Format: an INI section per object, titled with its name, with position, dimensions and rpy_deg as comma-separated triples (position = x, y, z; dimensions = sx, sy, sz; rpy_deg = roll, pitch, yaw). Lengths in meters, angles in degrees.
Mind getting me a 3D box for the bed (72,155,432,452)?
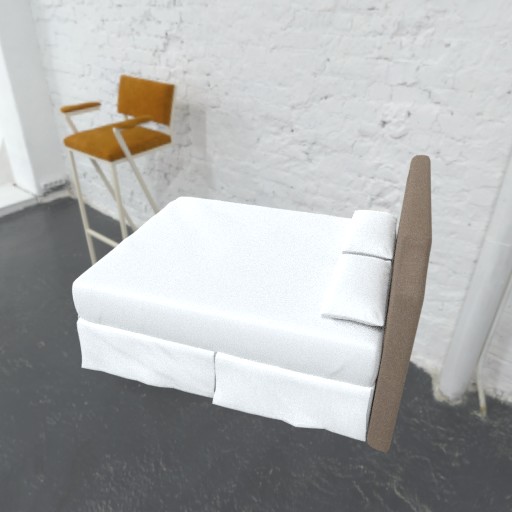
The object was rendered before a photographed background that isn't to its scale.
[bed]
position = 0.000, 0.000, 3.129
dimensions = 2.116, 1.290, 1.693
rpy_deg = 10, 31, 16
